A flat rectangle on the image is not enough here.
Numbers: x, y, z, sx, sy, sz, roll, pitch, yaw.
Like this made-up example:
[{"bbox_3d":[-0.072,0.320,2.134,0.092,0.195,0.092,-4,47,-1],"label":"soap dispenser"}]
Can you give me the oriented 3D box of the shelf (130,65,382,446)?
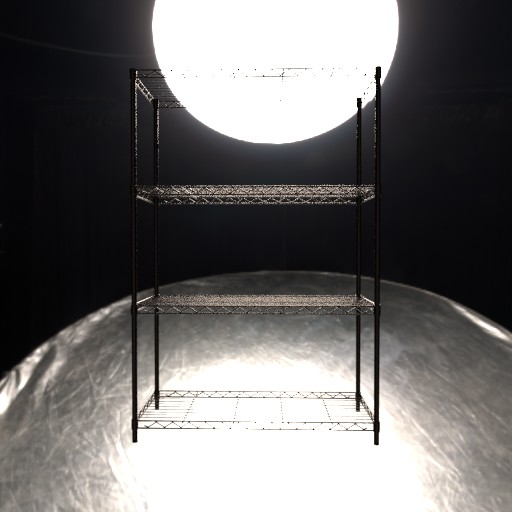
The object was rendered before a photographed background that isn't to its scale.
[{"bbox_3d":[0.000,0.000,1.770,0.907,1.361,0.352,0,1,1],"label":"shelf"}]
